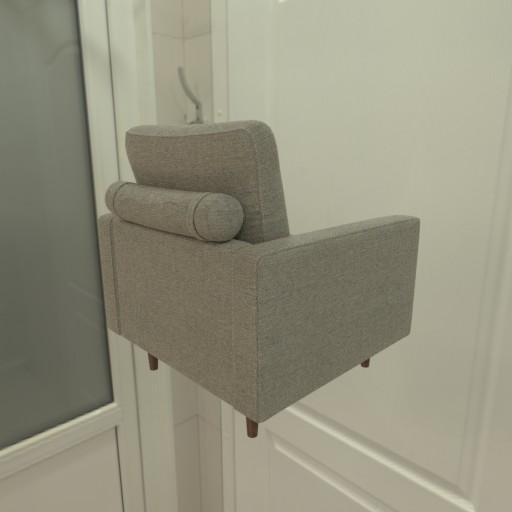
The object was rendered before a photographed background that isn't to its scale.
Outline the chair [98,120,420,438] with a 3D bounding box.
[{"bbox_3d":[0.000,0.000,1.554,0.843,0.880,0.821,-14,20,-42],"label":"chair"}]
